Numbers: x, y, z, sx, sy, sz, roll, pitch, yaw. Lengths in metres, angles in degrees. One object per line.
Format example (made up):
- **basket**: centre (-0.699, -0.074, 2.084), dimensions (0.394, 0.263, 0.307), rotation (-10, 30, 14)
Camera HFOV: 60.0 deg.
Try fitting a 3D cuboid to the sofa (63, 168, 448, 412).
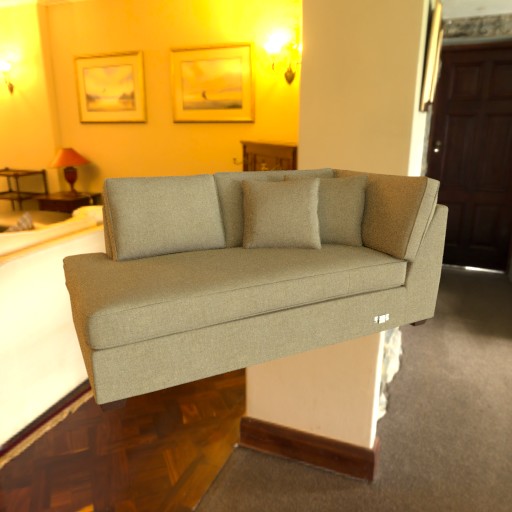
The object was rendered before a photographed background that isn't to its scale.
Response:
- **sofa**: centre (0.000, 0.000, 2.846), dimensions (2.238, 1.019, 1.110), rotation (-8, 18, -26)
